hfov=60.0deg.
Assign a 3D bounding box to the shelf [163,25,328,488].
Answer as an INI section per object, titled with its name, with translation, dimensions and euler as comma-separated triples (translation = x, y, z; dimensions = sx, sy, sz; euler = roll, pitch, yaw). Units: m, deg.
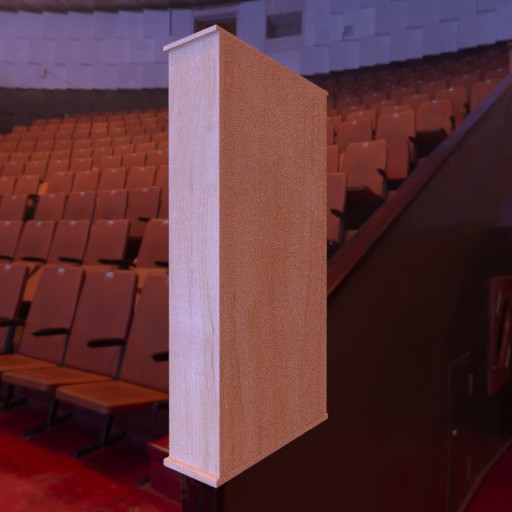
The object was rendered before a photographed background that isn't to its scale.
[shelf]
translation = 0.000, 0.000, 1.240
dimensions = 0.175, 1.030, 0.520
euler = 0, 1, 37
